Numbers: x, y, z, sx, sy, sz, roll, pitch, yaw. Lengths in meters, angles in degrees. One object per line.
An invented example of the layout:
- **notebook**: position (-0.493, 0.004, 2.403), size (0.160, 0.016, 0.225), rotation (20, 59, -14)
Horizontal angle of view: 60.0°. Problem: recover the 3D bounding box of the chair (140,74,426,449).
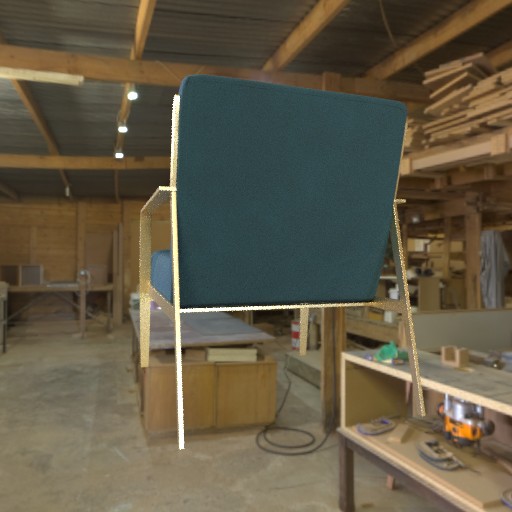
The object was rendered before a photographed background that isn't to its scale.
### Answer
- **chair**: position (0.000, 0.000, 1.445), size (0.692, 0.831, 0.859), rotation (0, -1, -19)
